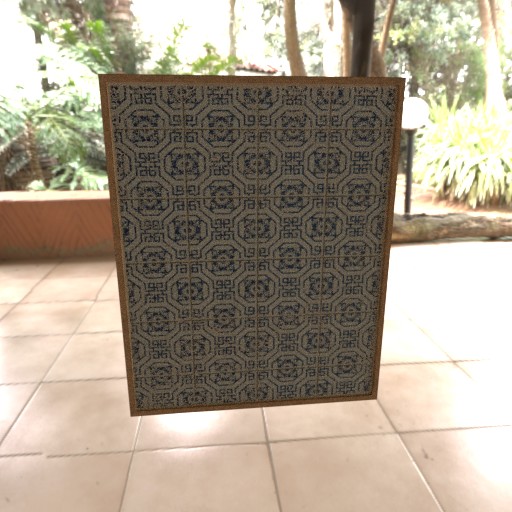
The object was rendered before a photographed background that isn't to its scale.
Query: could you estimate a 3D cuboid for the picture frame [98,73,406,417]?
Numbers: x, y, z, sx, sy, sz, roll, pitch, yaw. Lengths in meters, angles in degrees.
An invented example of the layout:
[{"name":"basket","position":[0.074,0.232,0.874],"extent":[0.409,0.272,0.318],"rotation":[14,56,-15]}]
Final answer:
[{"name":"picture frame","position":[0.000,0.000,0.700],"extent":[0.421,0.526,0.046],"rotation":[-2,17,-6]}]
